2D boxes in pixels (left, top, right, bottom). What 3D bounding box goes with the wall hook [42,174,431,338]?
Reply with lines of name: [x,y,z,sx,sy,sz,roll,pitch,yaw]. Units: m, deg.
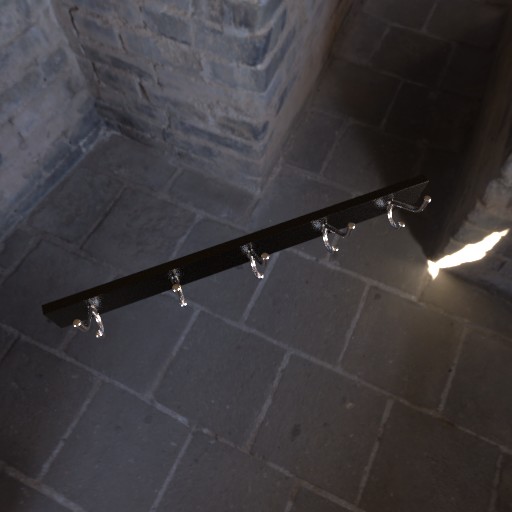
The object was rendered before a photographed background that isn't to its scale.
wall hook: [0.000,0.000,0.609,0.571,0.117,0.071,-19,65,-9]
